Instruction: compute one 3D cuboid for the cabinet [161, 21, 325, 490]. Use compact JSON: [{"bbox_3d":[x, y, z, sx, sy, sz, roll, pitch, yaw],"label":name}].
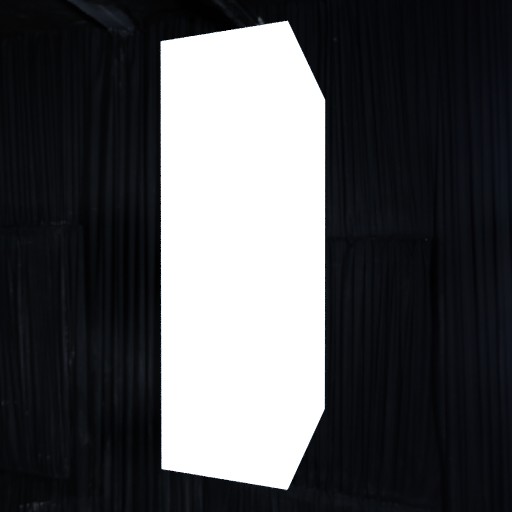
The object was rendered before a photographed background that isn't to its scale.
[{"bbox_3d":[0.000,0.000,2.365,0.580,1.920,0.980,0,1,18],"label":"cabinet"}]
